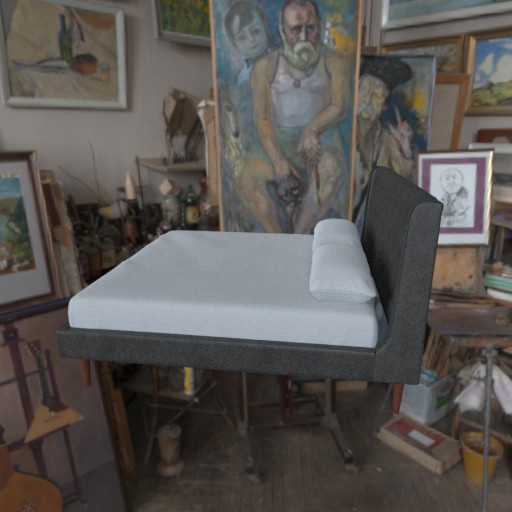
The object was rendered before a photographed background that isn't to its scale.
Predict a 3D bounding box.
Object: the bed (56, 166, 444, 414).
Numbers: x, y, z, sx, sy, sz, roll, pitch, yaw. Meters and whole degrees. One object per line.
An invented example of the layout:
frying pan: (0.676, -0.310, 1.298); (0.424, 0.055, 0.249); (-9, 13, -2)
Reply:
bed: (0.000, 0.000, 3.213); (2.031, 1.158, 1.903); (2, 16, 8)
